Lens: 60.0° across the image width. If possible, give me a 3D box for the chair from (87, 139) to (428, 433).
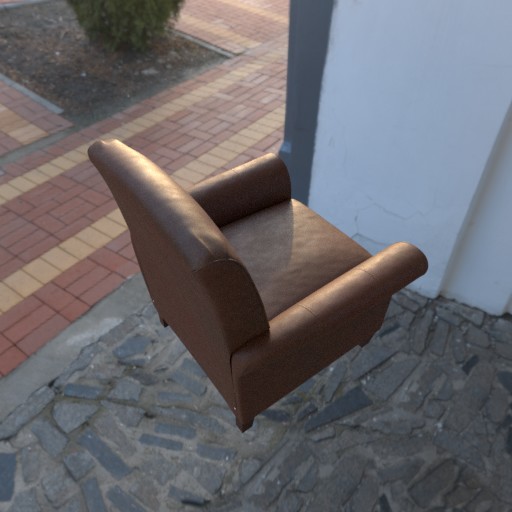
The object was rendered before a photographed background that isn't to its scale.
[{"bbox_3d":[0.000,0.000,1.785,0.902,1.061,0.978,-27,49,-26],"label":"chair"}]
